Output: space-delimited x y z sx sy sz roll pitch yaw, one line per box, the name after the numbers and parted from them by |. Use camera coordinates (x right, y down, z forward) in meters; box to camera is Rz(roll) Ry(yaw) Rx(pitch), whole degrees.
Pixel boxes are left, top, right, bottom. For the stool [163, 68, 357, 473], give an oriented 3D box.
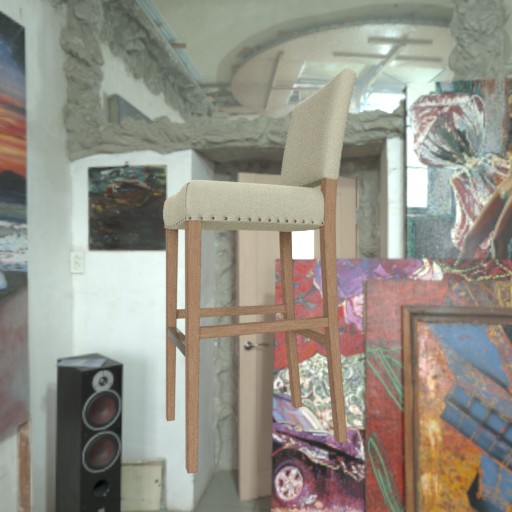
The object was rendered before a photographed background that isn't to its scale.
0.000 0.000 1.447 0.546 1.143 0.428 0 1 -19 | stool
